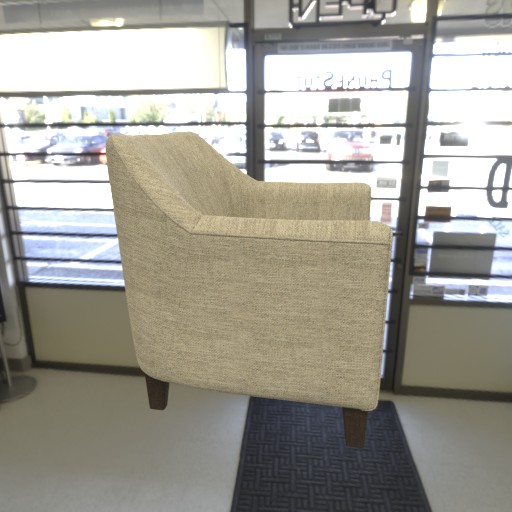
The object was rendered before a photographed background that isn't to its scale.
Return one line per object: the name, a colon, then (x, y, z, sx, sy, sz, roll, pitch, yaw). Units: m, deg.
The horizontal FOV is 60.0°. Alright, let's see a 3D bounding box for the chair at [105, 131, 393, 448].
chair: (0.000, 0.000, 1.417, 0.758, 0.761, 0.796, 3, 17, 10)
